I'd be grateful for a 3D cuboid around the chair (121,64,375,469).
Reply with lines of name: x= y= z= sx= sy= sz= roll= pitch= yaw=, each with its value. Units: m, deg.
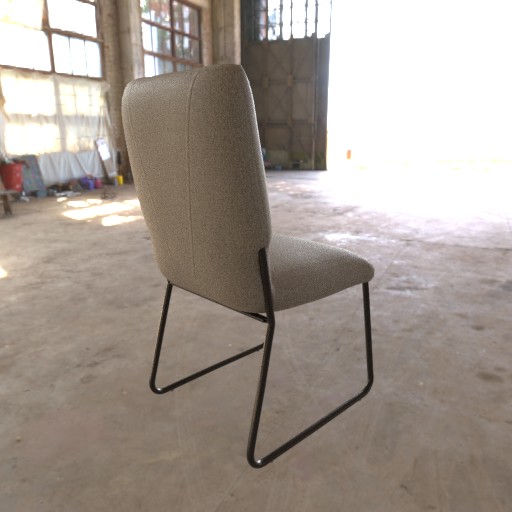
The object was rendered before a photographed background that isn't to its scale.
chair: x=0.000 y=0.000 z=1.173 sx=0.560 sy=0.864 sz=0.448 roll=-14 pitch=21 yaw=-42
